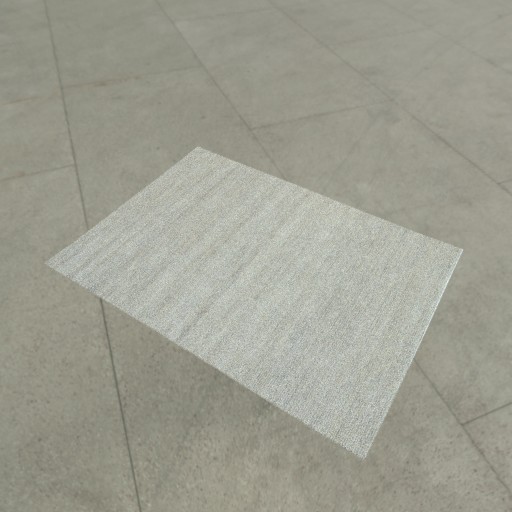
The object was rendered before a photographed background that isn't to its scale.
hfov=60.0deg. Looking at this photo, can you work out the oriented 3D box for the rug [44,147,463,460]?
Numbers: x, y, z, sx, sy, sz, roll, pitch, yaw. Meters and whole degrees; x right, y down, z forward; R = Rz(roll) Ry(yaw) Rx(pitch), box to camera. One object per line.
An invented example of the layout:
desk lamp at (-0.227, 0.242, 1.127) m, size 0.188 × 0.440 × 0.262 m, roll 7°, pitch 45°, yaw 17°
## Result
rug at (0.000, 0.000, 2.922) m, size 2.264 × 0.030 × 1.624 m, roll 26°, pitch 52°, yaw 22°
